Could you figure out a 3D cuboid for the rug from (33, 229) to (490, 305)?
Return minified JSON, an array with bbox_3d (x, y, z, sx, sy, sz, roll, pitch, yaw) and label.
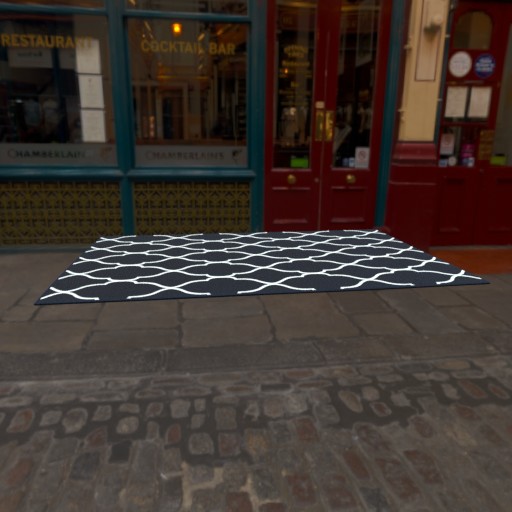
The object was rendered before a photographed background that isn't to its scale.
[{"bbox_3d":[0.000,0.000,2.909,2.294,0.014,1.528,-2,14,-8],"label":"rug"}]
